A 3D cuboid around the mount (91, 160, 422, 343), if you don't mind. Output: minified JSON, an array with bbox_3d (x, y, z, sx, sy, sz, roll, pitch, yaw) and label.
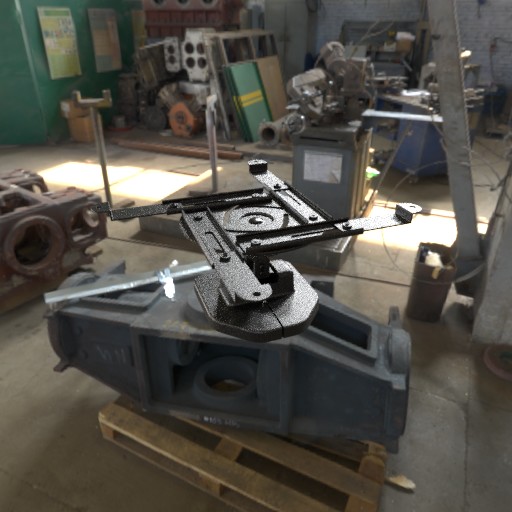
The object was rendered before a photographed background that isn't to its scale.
[{"bbox_3d":[0.000,0.000,0.597,0.394,0.141,0.394,-10,30,-18],"label":"mount"}]
